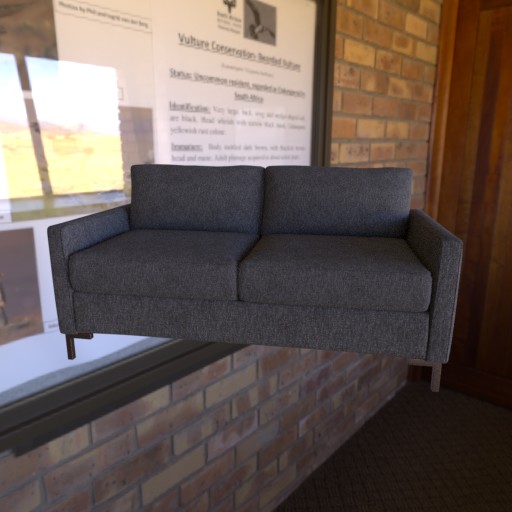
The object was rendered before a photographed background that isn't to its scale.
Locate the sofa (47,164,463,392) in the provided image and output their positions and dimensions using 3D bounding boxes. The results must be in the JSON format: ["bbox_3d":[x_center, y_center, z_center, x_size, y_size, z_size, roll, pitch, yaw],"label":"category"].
[{"bbox_3d":[0.000,0.000,2.195,1.716,0.862,0.866,2,14,10],"label":"sofa"}]
